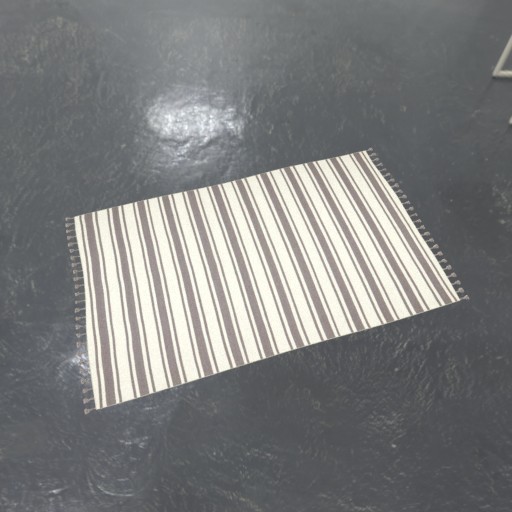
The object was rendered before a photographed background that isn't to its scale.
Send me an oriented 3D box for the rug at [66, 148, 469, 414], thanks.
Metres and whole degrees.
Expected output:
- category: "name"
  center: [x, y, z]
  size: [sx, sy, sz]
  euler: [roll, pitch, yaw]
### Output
- category: "rug"
  center: [0.000, 0.000, 2.578]
  size: [2.096, 0.011, 1.229]
  euler: [-15, 58, -9]
